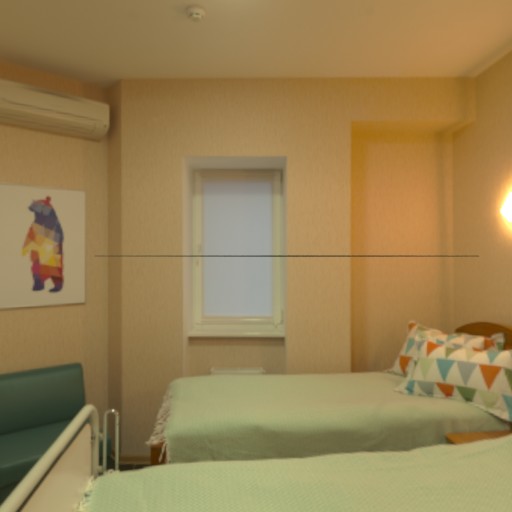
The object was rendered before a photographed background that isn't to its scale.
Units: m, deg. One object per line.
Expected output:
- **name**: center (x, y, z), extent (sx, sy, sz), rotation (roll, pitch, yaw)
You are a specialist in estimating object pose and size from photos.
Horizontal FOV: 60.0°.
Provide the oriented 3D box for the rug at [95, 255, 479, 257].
- **rug**: center (0.000, 0.000, 4.391), extent (2.190, 0.008, 3.371), rotation (0, 0, -36)
